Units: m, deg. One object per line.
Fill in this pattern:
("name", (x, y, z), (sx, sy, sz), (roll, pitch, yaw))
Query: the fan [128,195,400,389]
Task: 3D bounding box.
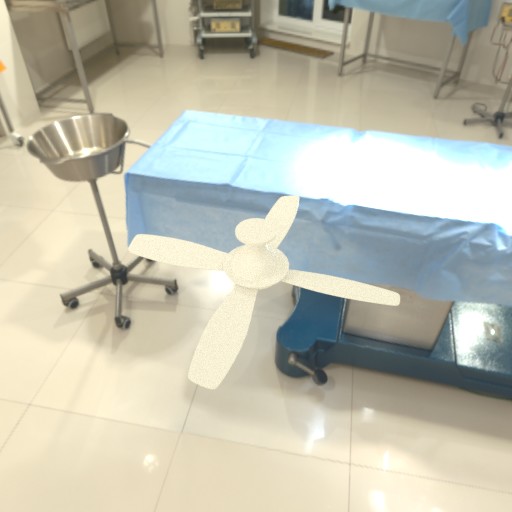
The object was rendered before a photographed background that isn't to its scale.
("fan", (0.000, 0.000, 2.611), (1.694, 0.382, 1.693), (12, 42, 13))
